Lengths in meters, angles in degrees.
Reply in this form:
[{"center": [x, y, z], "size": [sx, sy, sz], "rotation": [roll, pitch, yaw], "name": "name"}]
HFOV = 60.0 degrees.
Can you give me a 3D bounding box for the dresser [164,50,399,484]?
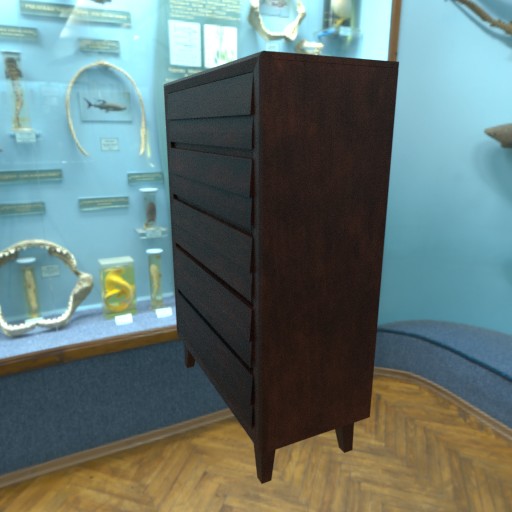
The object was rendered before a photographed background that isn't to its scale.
[{"center": [0.000, 0.000, 1.992], "size": [0.506, 1.514, 1.072], "rotation": [-8, 18, -25], "name": "dresser"}]
